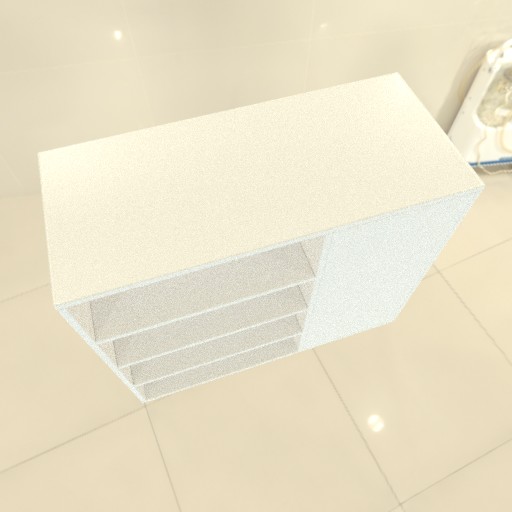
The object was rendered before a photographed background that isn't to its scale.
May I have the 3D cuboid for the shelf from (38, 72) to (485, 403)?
[{"bbox_3d":[0.000,0.000,1.274,0.895,0.732,0.396,-16,60,-9],"label":"shelf"}]
